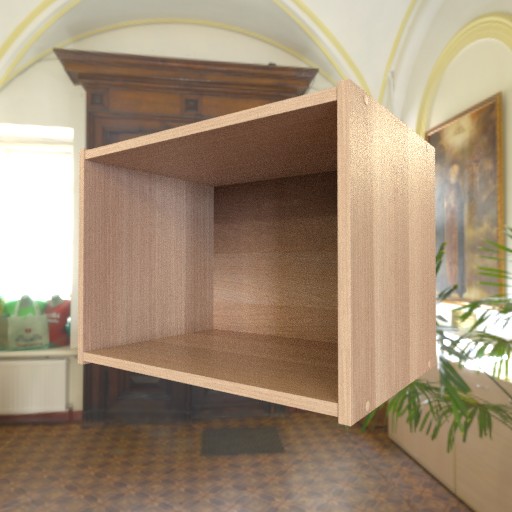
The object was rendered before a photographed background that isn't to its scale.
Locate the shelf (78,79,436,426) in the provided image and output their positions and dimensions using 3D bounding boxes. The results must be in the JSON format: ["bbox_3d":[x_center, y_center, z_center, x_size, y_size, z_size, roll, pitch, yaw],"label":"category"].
[{"bbox_3d":[0.000,0.000,0.627,0.415,0.305,0.290,-1,-1,36],"label":"shelf"}]
